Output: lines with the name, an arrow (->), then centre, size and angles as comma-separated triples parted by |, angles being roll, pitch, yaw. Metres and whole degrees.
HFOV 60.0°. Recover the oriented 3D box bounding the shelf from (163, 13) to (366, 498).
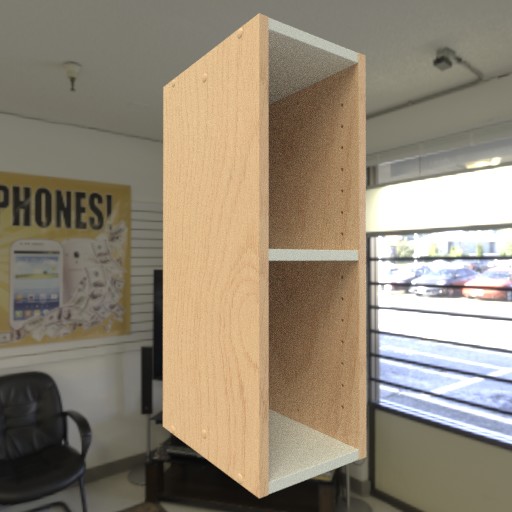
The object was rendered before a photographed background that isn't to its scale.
shelf -> 0.000, 0.000, 0.723 | 0.200, 0.600, 0.290 | 0, -1, -35
